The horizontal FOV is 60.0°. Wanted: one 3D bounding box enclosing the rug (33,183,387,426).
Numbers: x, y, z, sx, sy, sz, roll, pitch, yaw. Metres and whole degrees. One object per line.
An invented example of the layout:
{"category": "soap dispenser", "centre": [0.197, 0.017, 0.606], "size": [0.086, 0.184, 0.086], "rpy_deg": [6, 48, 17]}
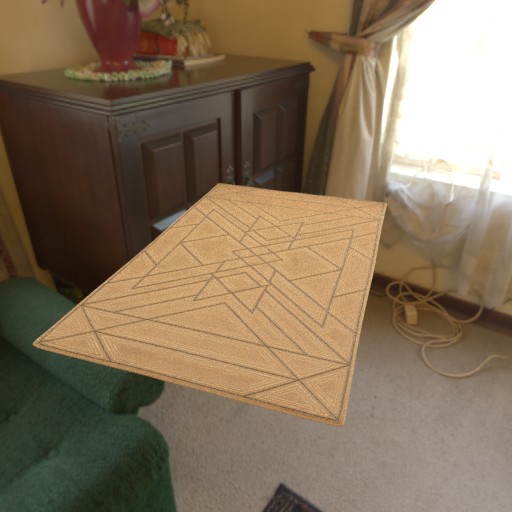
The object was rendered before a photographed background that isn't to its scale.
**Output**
{"category": "rug", "centre": [0.000, 0.000, 3.030], "size": [1.575, 0.023, 2.459], "rpy_deg": [9, 31, 16]}
